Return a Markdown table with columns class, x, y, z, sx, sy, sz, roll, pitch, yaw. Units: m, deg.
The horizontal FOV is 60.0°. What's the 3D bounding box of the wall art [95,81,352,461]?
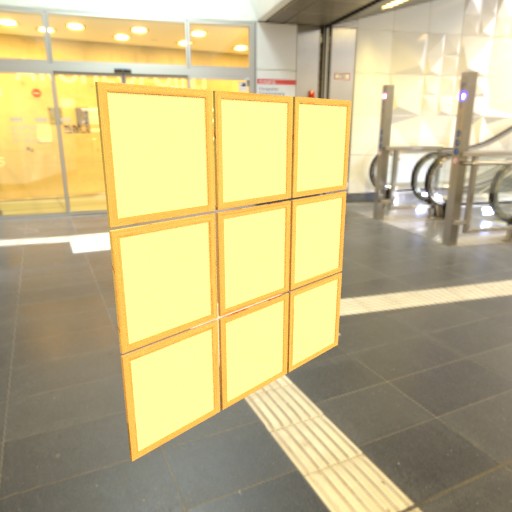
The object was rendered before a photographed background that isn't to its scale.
| class | x | y | z | sx | sy | sz | roll | pitch | yaw |
| --- | --- | --- | --- | --- | --- | --- | --- | --- | --- |
| wall art | 0.000 | 0.000 | 1.769 | 0.013 | 1.219 | 1.214 | 15 | 22 | 43 |
